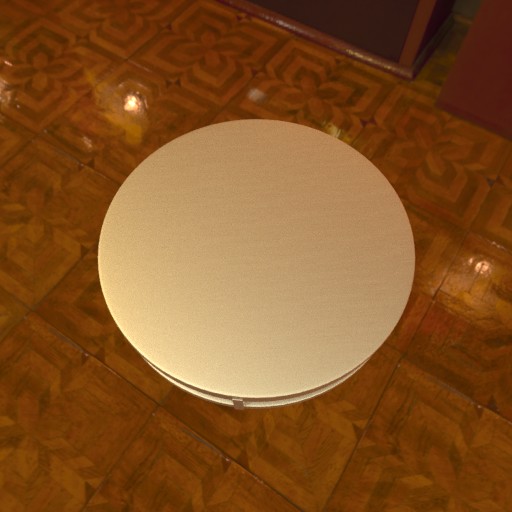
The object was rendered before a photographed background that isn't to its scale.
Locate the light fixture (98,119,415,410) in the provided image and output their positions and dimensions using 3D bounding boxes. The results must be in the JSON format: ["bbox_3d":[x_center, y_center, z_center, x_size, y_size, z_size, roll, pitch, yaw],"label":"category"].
[{"bbox_3d":[0.000,0.000,0.545,0.356,0.102,0.356,0,63,0],"label":"light fixture"}]
